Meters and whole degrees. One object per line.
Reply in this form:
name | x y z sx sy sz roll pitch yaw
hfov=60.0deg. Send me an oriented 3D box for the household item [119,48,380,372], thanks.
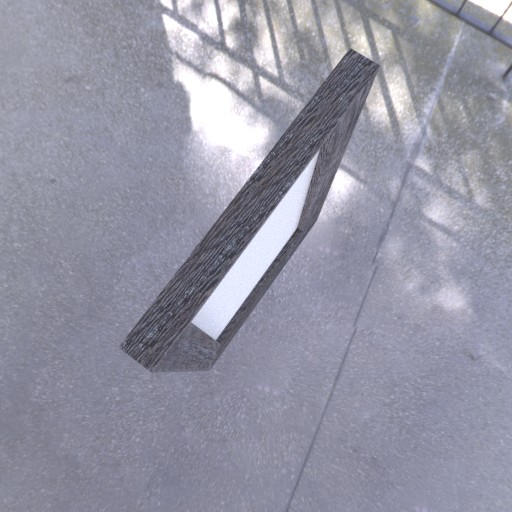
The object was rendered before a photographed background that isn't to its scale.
household item | 0.000 0.000 0.281 0.020 0.210 0.160 35 78 8
